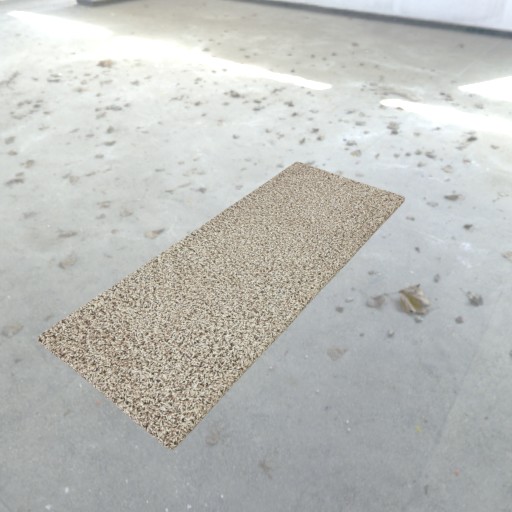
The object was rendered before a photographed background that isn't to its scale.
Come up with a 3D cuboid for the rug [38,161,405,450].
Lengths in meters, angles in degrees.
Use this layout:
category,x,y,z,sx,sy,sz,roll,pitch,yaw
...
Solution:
category,x,y,z,sx,sy,sz,roll,pitch,yaw
rug,0.000,0.000,1.745,0.609,0.030,1.524,25,45,28
